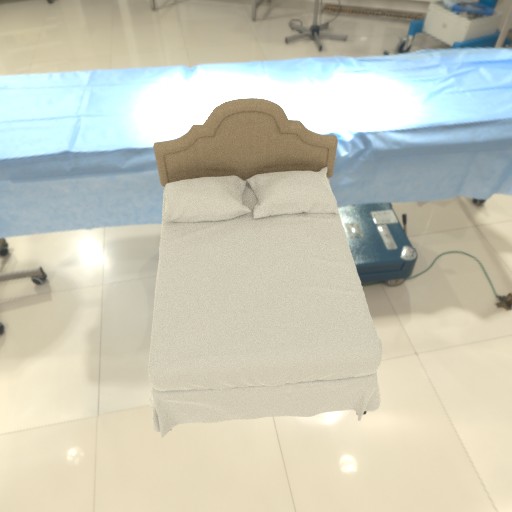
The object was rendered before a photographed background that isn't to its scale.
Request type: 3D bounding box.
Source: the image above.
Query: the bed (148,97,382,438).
[{"bbox_3d":[0.000,0.000,3.481,1.780,1.634,2.222,-3,48,-3],"label":"bed"}]
